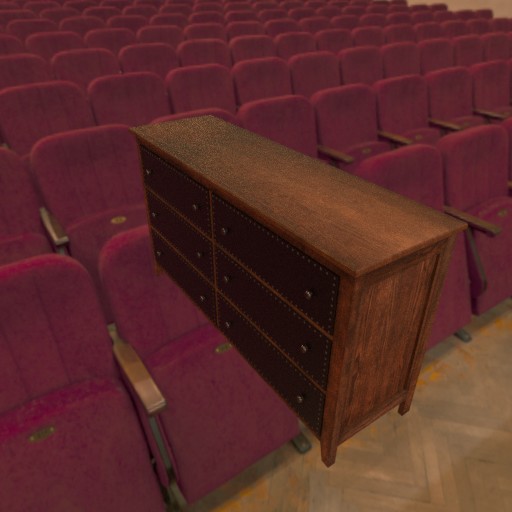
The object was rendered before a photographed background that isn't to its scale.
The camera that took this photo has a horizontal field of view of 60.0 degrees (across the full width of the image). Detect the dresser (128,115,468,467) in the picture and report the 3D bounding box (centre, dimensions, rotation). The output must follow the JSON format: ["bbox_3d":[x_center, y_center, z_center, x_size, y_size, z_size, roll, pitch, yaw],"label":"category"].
[{"bbox_3d":[0.000,0.000,1.968,0.463,0.856,1.551,-20,37,-29],"label":"dresser"}]
